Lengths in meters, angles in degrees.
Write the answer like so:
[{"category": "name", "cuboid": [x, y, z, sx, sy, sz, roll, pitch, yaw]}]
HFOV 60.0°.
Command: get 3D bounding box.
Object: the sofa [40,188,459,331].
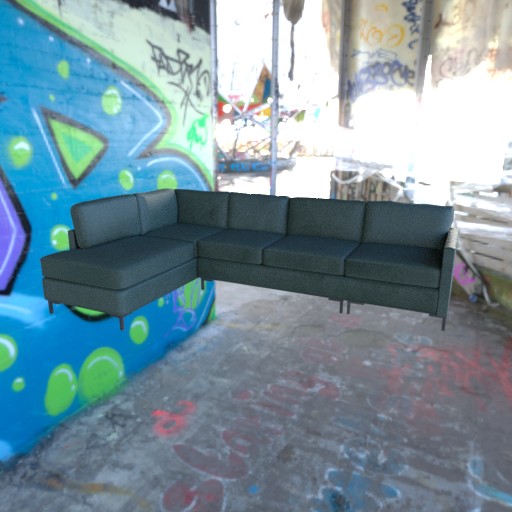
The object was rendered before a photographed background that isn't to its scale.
[{"category": "sofa", "cuboid": [0.000, 0.000, 4.171, 3.384, 0.996, 2.048, 7, 17, 24]}]
